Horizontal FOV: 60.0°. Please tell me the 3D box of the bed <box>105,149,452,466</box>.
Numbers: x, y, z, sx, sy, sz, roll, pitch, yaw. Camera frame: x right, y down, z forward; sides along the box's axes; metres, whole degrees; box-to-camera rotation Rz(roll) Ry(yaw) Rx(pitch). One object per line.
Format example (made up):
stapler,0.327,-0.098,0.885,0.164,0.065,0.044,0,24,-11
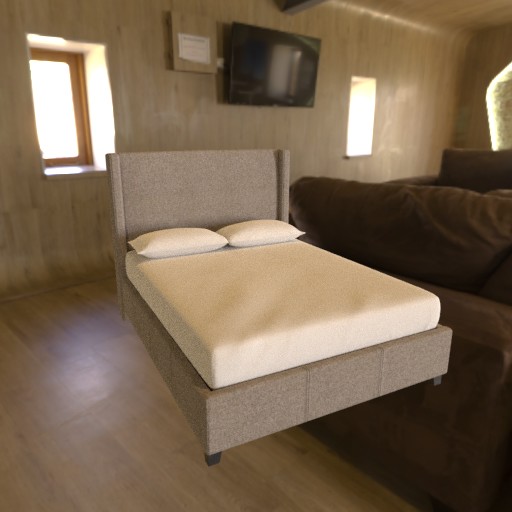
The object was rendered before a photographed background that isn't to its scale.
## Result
bed,0.000,0.000,3.352,1.714,1.476,2.245,-8,18,-26
